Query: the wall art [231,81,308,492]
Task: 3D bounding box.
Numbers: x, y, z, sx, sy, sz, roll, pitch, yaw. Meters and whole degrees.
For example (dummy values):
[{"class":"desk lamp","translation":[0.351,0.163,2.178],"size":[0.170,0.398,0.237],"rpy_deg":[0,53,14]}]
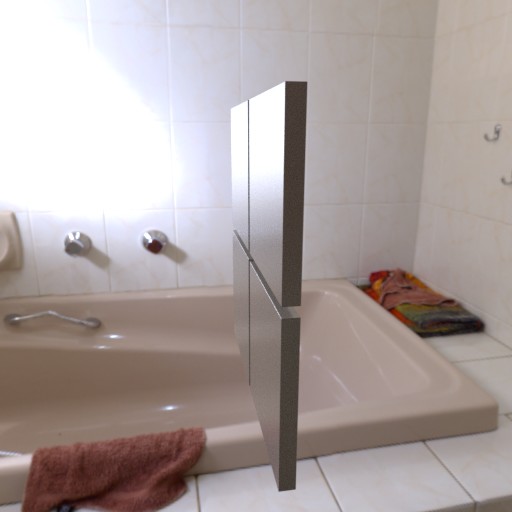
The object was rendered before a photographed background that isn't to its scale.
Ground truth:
[{"class":"wall art","translation":[0.000,0.000,0.917],"size":[0.029,0.611,0.611],"rpy_deg":[-3,16,-9]}]
